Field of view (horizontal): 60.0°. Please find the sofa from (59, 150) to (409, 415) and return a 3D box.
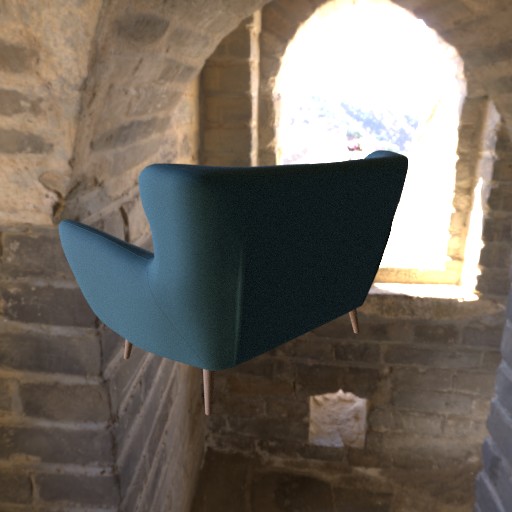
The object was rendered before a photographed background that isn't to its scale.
[{"bbox_3d":[0.000,0.000,1.960,1.397,0.889,0.889,-15,22,-42],"label":"sofa"}]
